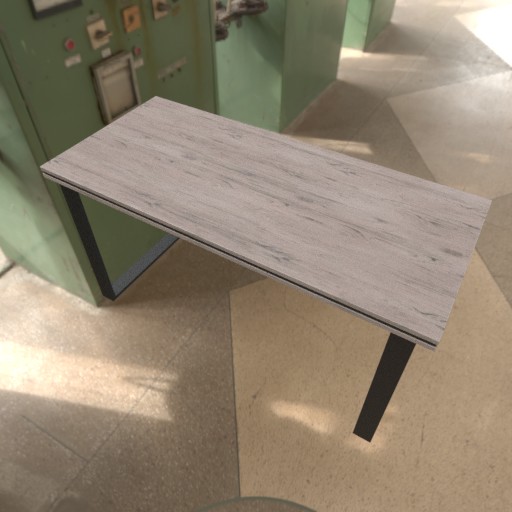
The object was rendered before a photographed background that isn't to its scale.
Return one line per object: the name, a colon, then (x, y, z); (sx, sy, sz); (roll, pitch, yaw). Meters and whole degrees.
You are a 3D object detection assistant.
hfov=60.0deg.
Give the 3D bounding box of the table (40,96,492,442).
table: (0.000, 0.000, 2.219); (1.778, 0.899, 0.795); (23, 50, 21)
